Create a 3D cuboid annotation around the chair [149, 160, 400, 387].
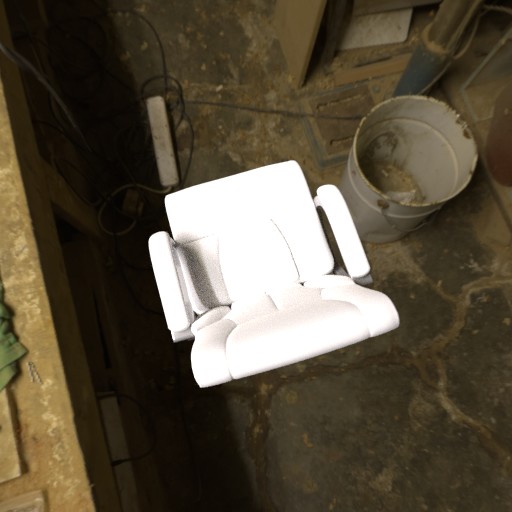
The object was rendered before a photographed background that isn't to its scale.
[{"bbox_3d":[0.000,0.000,1.564,0.687,1.120,0.738,-16,78,-4],"label":"chair"}]
